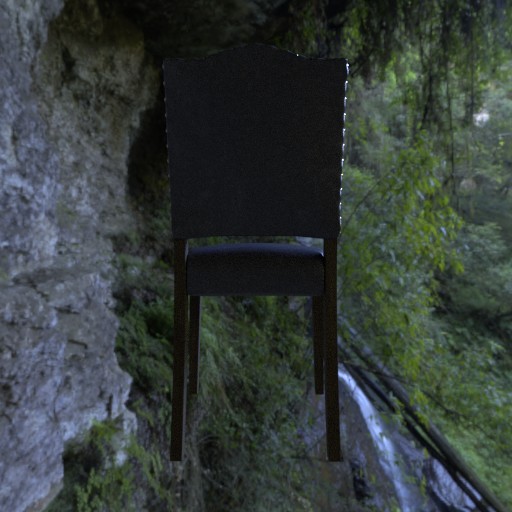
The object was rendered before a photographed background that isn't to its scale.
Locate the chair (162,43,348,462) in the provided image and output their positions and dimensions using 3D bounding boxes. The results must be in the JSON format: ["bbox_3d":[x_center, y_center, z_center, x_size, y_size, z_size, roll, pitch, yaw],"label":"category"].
[{"bbox_3d":[0.000,0.000,1.325,0.500,0.991,0.633,0,-1,0],"label":"chair"}]
